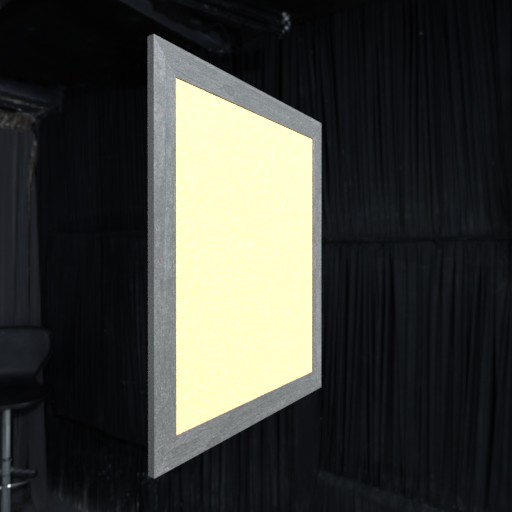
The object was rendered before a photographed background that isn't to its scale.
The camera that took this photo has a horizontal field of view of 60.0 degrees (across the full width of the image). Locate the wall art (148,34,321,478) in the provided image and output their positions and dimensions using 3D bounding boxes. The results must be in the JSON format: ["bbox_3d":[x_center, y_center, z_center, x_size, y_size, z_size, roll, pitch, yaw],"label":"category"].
[{"bbox_3d":[0.000,0.000,0.767,0.013,0.570,0.476,0,0,35],"label":"wall art"}]
